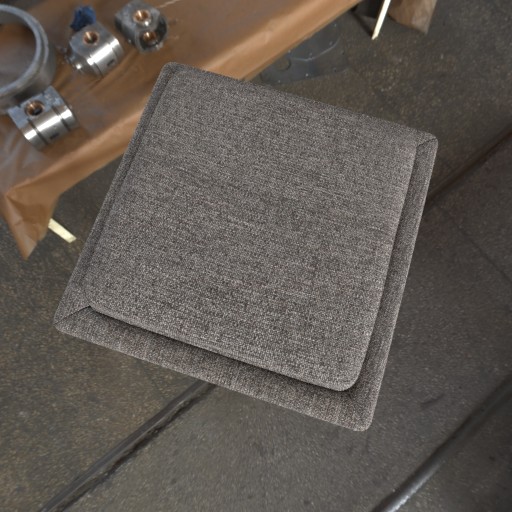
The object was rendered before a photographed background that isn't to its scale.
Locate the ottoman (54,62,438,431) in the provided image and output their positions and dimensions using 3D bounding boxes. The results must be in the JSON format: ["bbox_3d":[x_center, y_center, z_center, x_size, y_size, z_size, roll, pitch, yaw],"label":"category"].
[{"bbox_3d":[0.000,0.000,0.801,0.450,0.460,0.450,17,76,4],"label":"ottoman"}]
